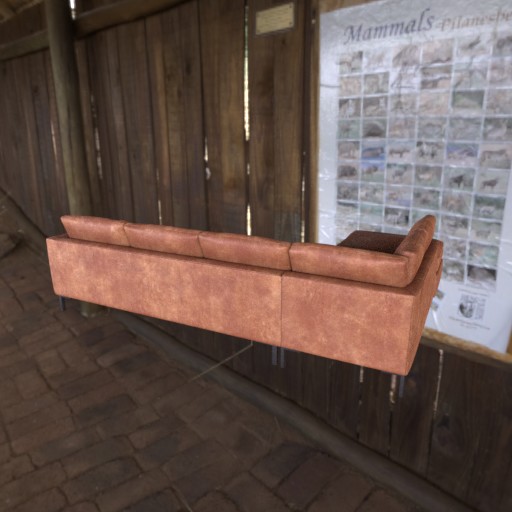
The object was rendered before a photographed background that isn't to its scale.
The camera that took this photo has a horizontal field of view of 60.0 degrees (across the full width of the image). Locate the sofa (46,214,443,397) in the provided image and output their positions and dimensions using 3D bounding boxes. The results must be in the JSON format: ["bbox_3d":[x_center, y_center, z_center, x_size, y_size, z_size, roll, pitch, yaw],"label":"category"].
[{"bbox_3d":[0.000,0.000,3.953,2.984,0.877,1.938,8,19,25],"label":"sofa"}]
